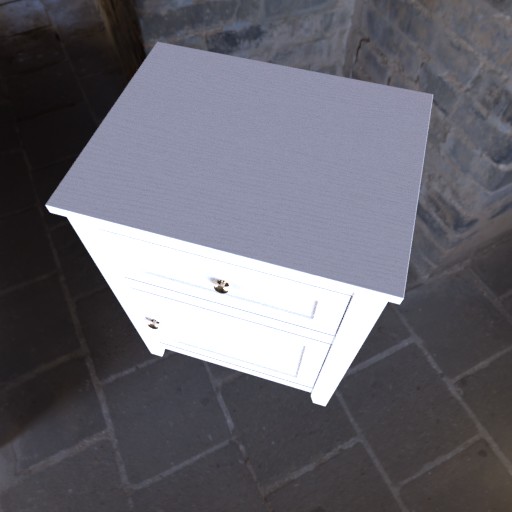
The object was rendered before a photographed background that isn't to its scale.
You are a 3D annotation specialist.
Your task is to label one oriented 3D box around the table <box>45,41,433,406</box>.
[{"bbox_3d":[0.000,0.000,0.926,0.480,0.635,0.381,15,60,9],"label":"table"}]
